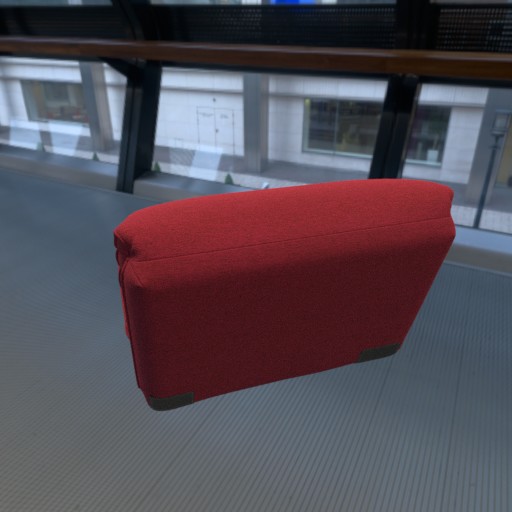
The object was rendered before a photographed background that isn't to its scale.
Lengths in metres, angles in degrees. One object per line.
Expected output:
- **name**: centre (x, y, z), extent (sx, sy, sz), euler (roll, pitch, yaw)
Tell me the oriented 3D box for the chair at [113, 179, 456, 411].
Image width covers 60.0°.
- **chair**: centre (0.000, 0.000, 1.357), extent (0.820, 0.580, 0.780), euler (-9, 28, -17)
